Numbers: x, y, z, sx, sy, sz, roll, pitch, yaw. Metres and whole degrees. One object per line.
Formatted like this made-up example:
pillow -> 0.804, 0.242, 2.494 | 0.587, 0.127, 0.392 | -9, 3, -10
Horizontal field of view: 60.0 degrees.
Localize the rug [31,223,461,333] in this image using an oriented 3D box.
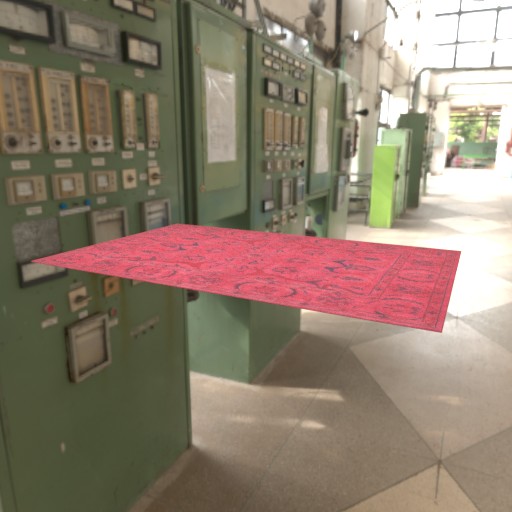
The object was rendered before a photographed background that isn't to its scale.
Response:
rug -> 0.000, 0.000, 2.945 | 2.423, 0.010, 1.534 | 7, 16, 26
